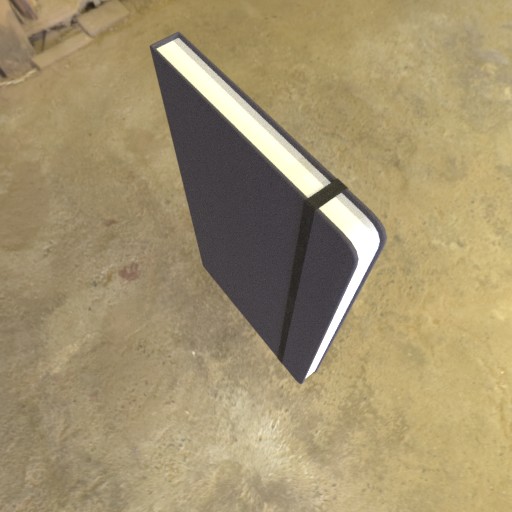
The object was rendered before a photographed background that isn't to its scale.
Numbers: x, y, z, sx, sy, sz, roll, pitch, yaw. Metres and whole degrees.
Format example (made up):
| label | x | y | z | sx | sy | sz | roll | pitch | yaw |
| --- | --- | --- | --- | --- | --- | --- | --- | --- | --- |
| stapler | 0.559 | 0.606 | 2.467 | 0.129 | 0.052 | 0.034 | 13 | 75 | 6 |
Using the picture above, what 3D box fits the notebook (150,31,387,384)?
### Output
| label | x | y | z | sx | sy | sz | roll | pitch | yaw |
| --- | --- | --- | --- | --- | --- | --- | --- | --- | --- |
| notebook | 0.000 | 0.000 | 0.260 | 0.016 | 0.213 | 0.127 | -35 | 68 | -16 |
